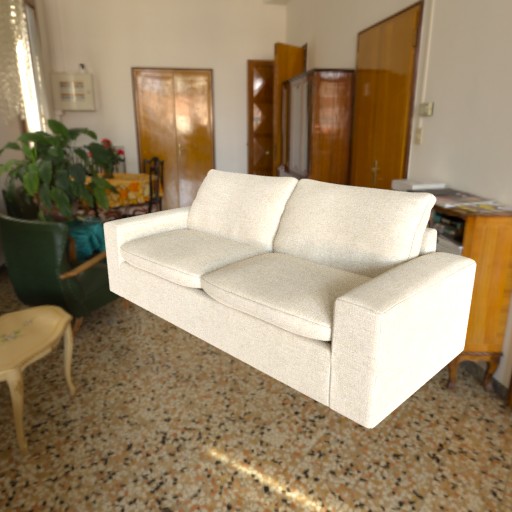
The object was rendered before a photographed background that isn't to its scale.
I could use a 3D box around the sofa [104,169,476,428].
[{"bbox_3d":[0.000,0.000,2.819,1.040,0.922,2.299,-16,23,-42],"label":"sofa"}]
